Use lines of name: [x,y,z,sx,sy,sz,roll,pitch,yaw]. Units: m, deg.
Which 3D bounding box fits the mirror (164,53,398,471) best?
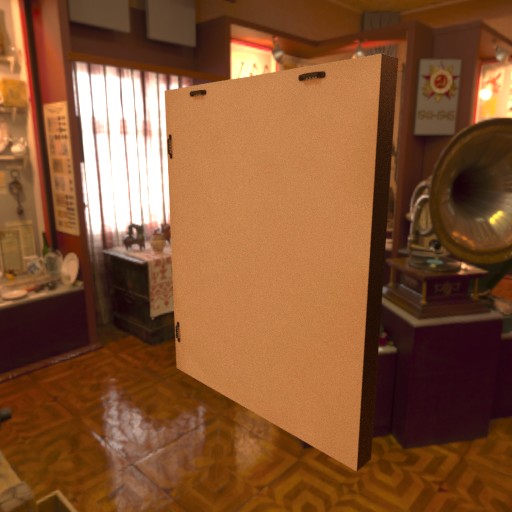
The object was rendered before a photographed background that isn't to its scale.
mirror: [0.000,0.000,0.673,0.041,0.509,0.406,-13,18,-43]
